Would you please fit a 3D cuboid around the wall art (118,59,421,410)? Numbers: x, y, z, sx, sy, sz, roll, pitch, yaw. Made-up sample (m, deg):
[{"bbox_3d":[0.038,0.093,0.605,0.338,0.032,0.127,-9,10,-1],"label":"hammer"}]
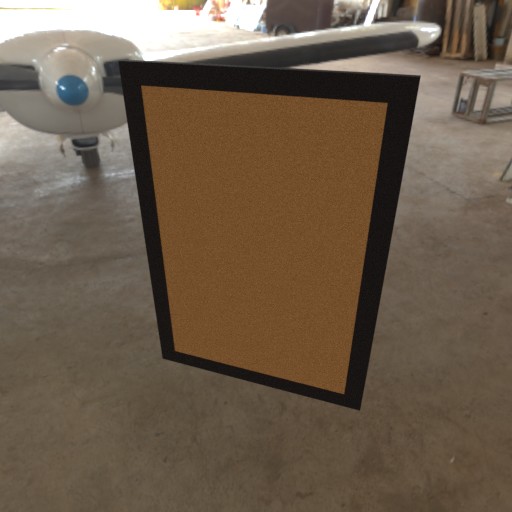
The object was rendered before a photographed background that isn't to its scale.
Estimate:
[{"bbox_3d":[0.000,0.000,0.675,0.380,0.534,0.013,10,33,16],"label":"wall art"}]
